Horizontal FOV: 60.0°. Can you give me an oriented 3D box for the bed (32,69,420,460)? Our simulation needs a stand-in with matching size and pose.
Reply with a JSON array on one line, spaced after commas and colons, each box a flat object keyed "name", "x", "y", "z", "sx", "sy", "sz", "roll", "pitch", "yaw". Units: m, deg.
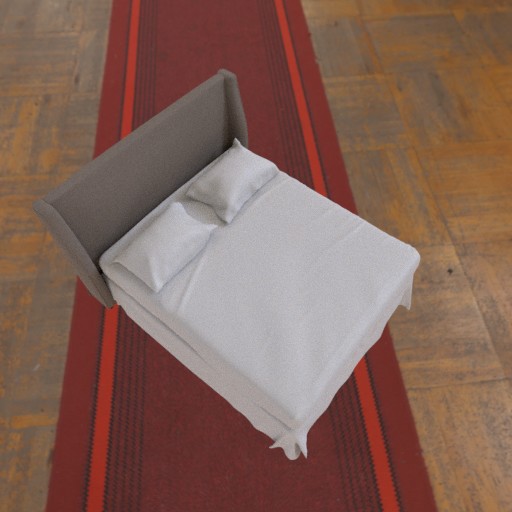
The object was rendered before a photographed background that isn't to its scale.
[{"name": "bed", "x": 0.000, "y": 0.000, "z": 3.436, "sx": 2.276, "sy": 1.332, "sz": 1.925, "roll": 35, "pitch": 63, "yaw": 20}]
